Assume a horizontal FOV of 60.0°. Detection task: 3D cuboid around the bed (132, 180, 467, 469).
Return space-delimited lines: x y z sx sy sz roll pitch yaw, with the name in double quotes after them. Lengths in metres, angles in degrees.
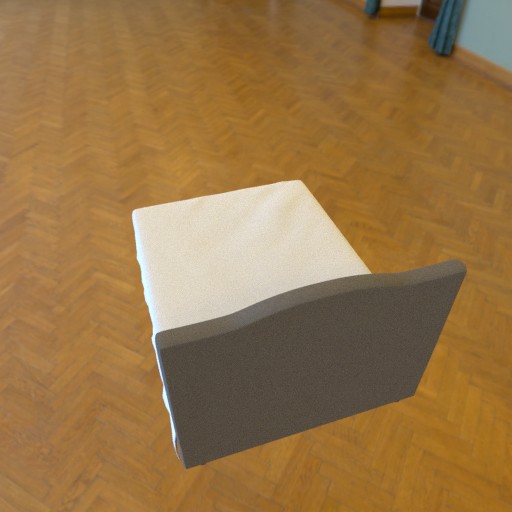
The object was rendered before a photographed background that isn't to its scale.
0.000 0.000 3.441 1.821 1.436 2.282 -12 43 -13 "bed"
